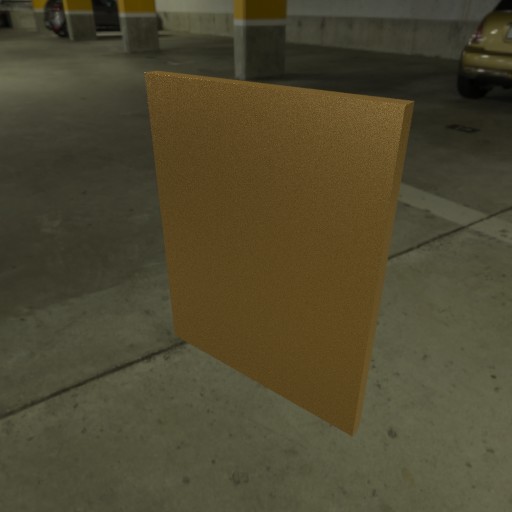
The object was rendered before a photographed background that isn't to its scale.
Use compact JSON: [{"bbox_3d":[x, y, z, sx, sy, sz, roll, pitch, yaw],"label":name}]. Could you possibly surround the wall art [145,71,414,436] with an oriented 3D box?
[{"bbox_3d":[0.000,0.000,1.044,0.610,0.762,0.038,21,36,32],"label":"wall art"}]
